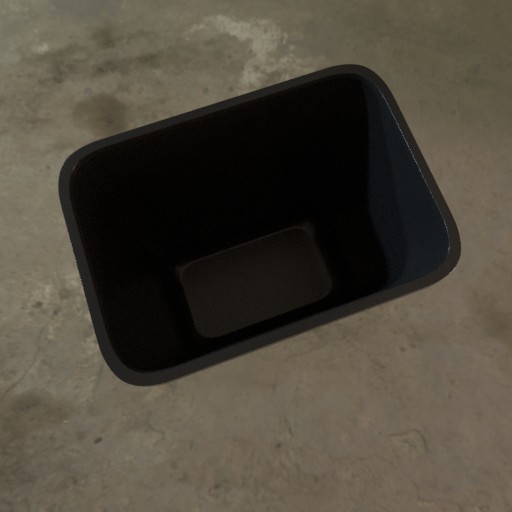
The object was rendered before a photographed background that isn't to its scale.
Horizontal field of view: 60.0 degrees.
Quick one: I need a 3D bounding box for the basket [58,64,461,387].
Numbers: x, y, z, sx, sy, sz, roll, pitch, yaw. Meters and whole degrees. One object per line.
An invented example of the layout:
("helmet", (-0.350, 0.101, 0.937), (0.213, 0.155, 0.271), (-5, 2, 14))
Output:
("basket", (0.000, 0.000, 0.510), (0.300, 0.307, 0.211), (-19, 77, -5))
